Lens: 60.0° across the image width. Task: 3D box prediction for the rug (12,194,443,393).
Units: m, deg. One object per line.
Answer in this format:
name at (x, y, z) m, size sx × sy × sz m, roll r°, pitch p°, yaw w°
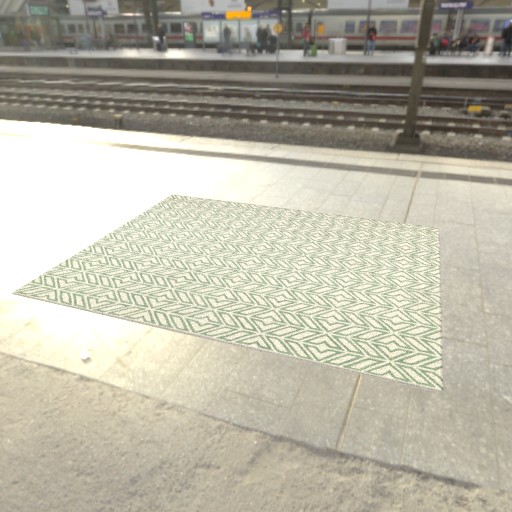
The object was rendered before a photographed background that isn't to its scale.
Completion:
rug at (0.000, 0.000, 3.902) m, size 3.050 × 0.017 × 2.441 m, roll 9°, pitch 28°, yaw 18°
